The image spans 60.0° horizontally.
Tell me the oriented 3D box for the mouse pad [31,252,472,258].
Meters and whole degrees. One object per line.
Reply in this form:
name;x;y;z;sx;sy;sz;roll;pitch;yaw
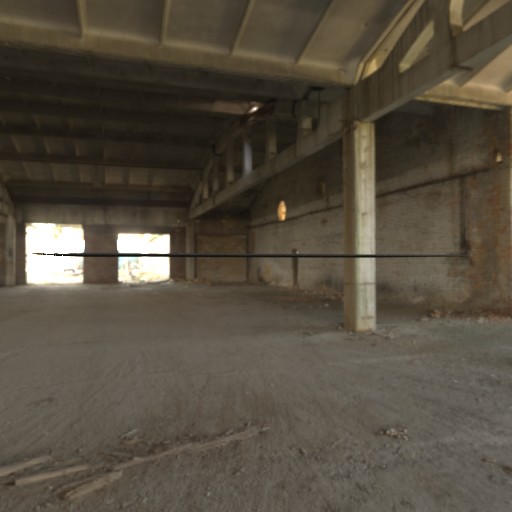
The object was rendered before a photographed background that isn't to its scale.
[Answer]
mouse pad;0.000;0.000;1.052;0.907;0.003;0.424;0;-1;-18
